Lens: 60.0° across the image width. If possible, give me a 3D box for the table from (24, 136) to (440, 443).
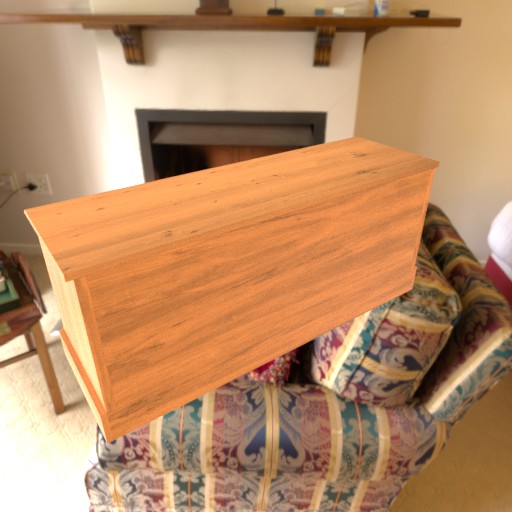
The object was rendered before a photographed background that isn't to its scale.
[{"bbox_3d":[0.000,0.000,1.435,1.200,0.510,0.400,-19,36,-30],"label":"table"}]
